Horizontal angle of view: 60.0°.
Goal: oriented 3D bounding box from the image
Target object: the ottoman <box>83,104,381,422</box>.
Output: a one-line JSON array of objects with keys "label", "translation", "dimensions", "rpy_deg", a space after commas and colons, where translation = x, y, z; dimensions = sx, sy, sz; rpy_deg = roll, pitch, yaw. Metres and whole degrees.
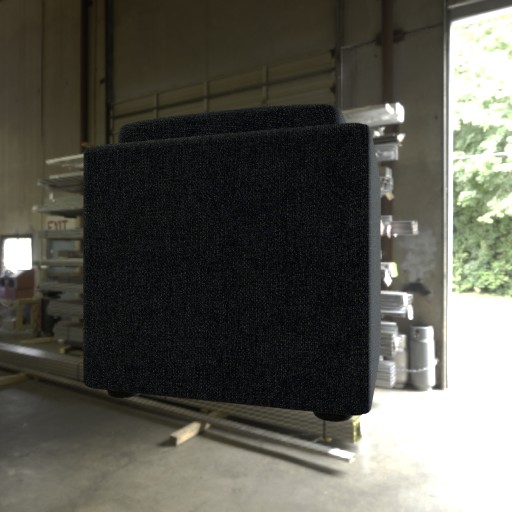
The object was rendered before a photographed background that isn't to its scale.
[{"label": "ottoman", "translation": [0.000, 0.000, 0.849], "dimensions": [0.450, 0.460, 0.450], "rpy_deg": [0, 0, 17]}]
